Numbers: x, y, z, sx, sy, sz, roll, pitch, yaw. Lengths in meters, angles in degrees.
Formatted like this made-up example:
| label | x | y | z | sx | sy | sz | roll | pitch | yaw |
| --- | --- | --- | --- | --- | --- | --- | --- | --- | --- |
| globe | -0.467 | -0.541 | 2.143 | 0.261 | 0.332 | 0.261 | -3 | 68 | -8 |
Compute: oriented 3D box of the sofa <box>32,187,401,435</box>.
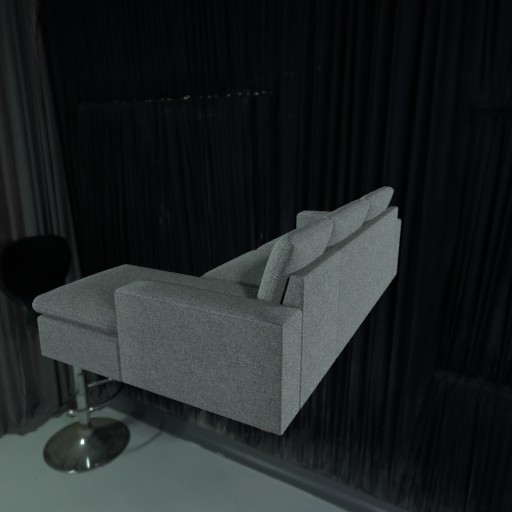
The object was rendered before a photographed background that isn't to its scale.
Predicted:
| label | x | y | z | sx | sy | sz | roll | pitch | yaw |
| --- | --- | --- | --- | --- | --- | --- | --- | --- | --- |
| sofa | 0.000 | 0.000 | 3.460 | 1.689 | 0.940 | 2.718 | 8 | 18 | 27 |
